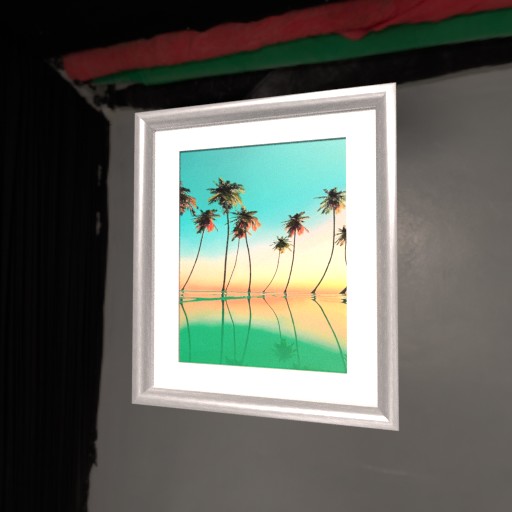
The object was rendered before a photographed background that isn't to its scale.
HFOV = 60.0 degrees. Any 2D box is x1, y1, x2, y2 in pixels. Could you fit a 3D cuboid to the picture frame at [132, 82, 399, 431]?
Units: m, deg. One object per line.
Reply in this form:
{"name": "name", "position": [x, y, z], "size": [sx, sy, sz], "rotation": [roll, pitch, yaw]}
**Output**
{"name": "picture frame", "position": [0.000, 0.000, 0.539], "size": [0.327, 0.378, 0.027], "rotation": [0, -2, 17]}
